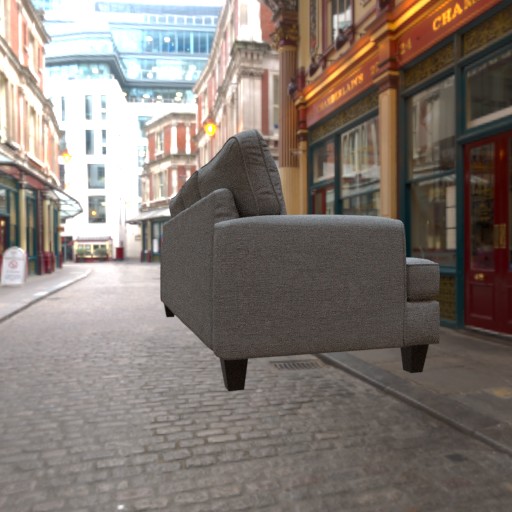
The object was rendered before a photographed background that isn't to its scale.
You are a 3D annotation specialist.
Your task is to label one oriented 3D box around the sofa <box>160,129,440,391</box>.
[{"bbox_3d":[0.000,0.000,2.683,0.951,0.965,2.158,0,0,-18],"label":"sofa"}]
